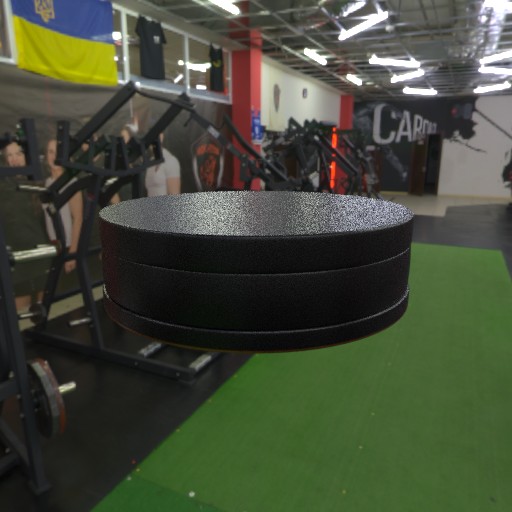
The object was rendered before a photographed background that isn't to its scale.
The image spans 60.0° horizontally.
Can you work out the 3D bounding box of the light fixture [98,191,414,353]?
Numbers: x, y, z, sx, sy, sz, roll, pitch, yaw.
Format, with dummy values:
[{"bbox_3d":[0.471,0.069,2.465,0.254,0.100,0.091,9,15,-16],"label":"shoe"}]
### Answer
[{"bbox_3d":[0.000,0.000,0.427,0.283,0.097,0.283,0,14,0],"label":"light fixture"}]
